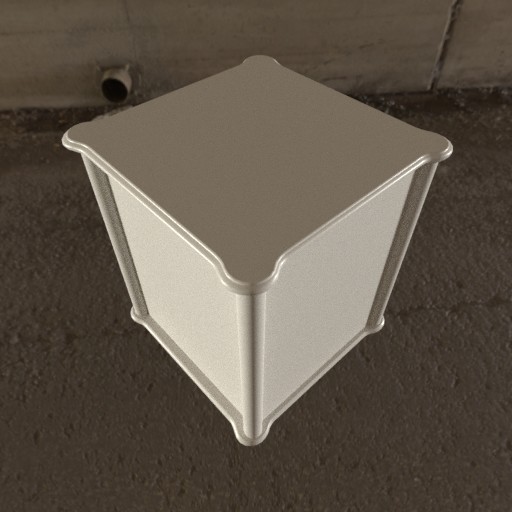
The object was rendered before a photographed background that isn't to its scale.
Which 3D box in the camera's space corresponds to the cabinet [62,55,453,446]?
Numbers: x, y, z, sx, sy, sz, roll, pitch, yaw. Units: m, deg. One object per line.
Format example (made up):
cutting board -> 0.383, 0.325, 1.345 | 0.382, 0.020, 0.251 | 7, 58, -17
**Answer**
cabinet -> 0.000, 0.000, 1.234 | 0.628, 0.761, 0.627 | -34, 56, -27
